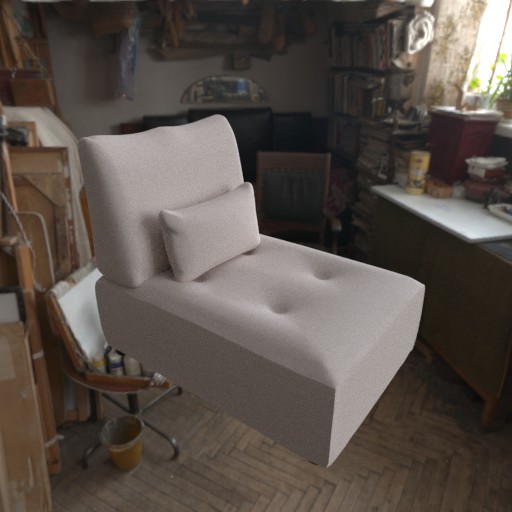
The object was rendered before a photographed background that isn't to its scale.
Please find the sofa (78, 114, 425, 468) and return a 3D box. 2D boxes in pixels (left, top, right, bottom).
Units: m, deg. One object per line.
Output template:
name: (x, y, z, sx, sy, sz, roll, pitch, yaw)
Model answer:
sofa: (0.000, 0.000, 1.555, 1.000, 0.820, 0.700, 18, 30, 33)
